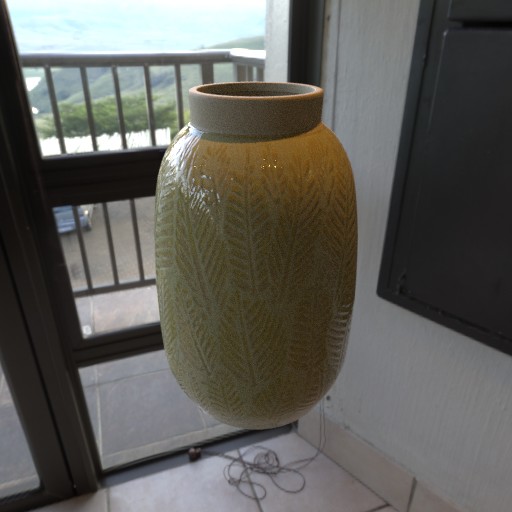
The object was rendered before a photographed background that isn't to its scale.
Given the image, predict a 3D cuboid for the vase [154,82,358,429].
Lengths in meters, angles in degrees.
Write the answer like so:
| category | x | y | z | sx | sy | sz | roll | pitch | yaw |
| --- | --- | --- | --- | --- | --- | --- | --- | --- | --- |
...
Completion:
| category | x | y | z | sx | sy | sz | roll | pitch | yaw |
| --- | --- | --- | --- | --- | --- | --- | --- | --- | --- |
| vase | 0.000 | 0.000 | 0.379 | 0.172 | 0.270 | 0.172 | 0 | 27 | 0 |
